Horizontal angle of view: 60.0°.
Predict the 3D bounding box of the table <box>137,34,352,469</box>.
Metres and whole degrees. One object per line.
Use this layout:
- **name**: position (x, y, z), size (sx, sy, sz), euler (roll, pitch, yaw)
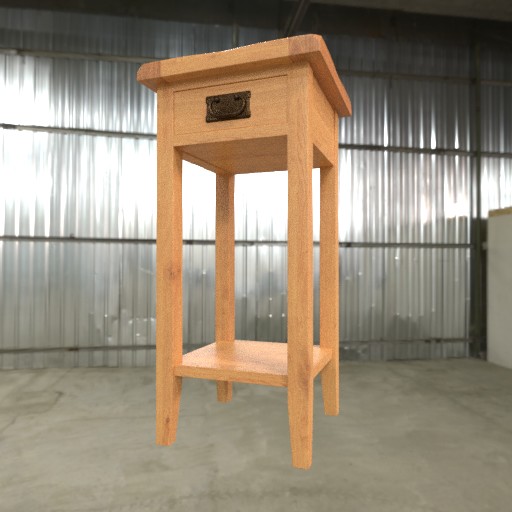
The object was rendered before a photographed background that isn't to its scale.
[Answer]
- **table**: position (0.000, 0.000, 0.963), size (0.360, 0.740, 0.360), euler (0, -1, 20)
